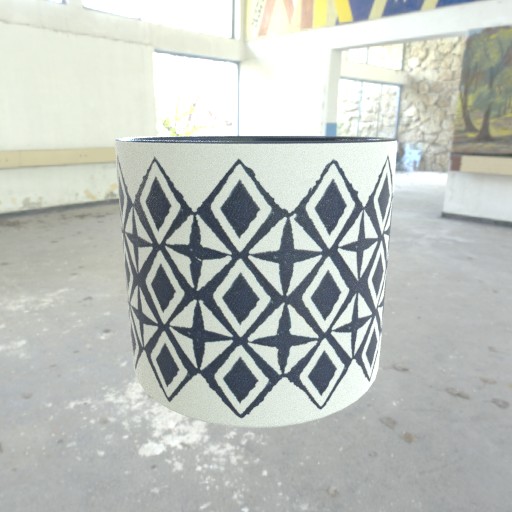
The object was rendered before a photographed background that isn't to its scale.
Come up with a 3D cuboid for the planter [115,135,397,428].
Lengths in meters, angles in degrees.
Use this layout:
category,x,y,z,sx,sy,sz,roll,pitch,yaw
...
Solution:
category,x,y,z,sx,sy,sz,roll,pitch,yaw
planter,0.000,0.000,0.393,0.224,0.203,0.224,0,16,0
